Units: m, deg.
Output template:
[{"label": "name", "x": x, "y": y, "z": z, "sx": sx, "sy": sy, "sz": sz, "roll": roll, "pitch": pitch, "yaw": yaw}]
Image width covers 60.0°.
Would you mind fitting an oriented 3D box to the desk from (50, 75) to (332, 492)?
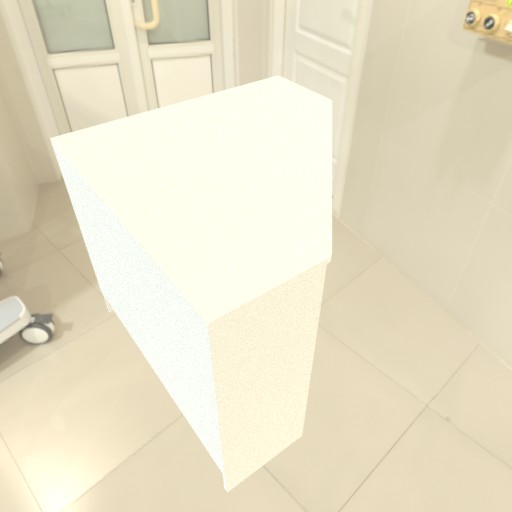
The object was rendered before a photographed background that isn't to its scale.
[{"label": "desk", "x": 0.000, "y": 0.000, "z": 1.599, "sx": 0.926, "sy": 0.818, "sz": 0.940, "roll": -26, "pitch": 48, "yaw": -26}]
